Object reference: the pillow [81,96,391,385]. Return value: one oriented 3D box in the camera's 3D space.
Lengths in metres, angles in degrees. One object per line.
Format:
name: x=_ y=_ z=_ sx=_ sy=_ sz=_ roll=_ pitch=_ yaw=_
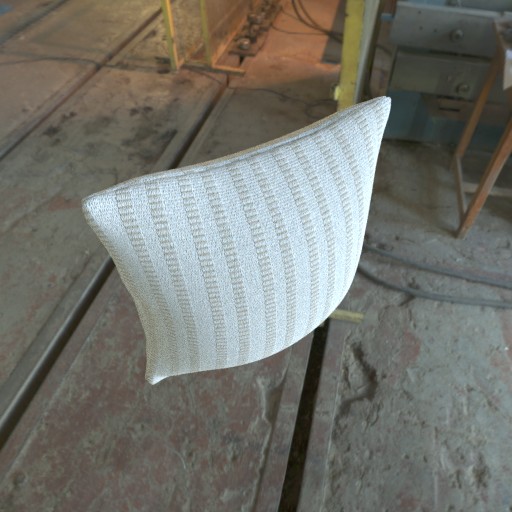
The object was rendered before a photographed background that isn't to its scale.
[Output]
pillow: x=0.000 y=0.000 z=0.692 sx=0.438 sy=0.419 sz=0.247 roll=-24 pitch=52 yaw=-20
